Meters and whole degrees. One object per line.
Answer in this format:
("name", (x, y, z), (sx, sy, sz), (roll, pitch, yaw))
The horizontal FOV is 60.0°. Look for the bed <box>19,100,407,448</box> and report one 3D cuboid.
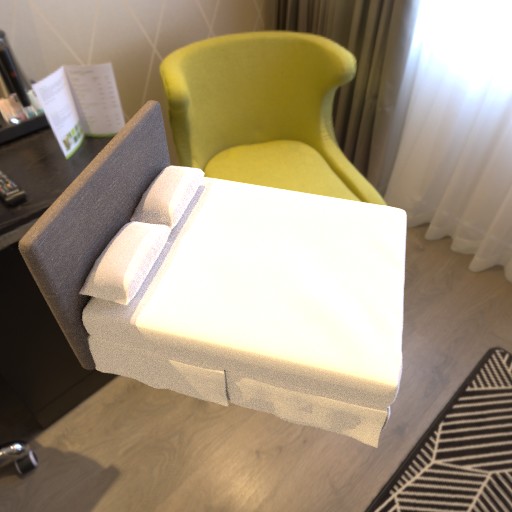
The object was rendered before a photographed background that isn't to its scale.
("bed", (0.000, 0.000, 3.119), (2.142, 1.330, 1.723), (11, 47, 10))
